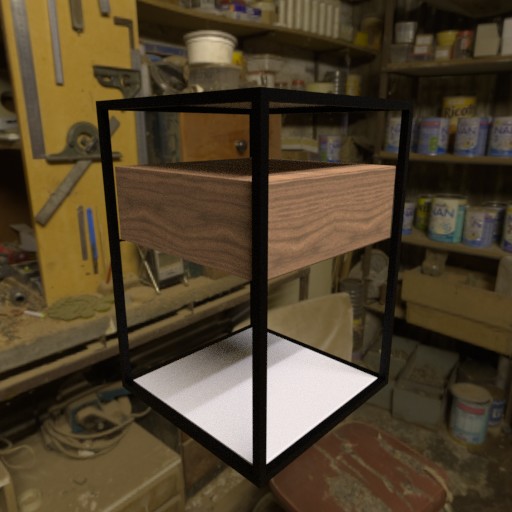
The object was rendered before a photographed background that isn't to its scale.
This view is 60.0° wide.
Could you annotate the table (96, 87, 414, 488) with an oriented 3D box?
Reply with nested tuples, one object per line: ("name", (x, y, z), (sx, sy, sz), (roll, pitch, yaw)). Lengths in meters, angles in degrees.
("table", (0.000, 0.000, 0.817), (0.378, 0.540, 0.378), (15, 22, 42))
